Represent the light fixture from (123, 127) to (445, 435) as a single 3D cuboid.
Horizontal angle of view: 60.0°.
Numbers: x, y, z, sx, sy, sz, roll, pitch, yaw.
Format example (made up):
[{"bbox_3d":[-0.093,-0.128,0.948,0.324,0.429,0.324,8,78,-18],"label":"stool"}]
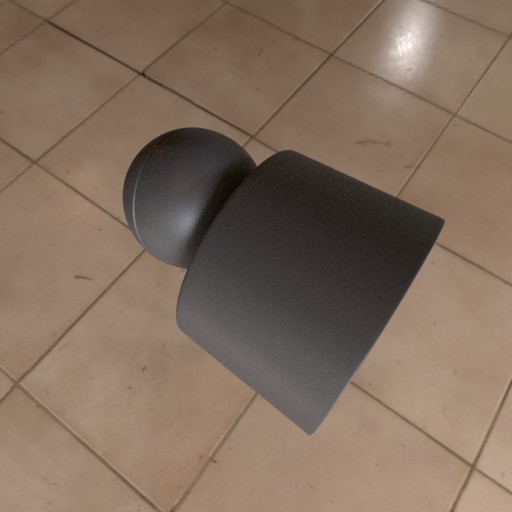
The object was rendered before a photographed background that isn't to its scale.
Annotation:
[{"bbox_3d":[0.000,0.000,0.266,0.160,0.143,0.134,32,68,15],"label":"light fixture"}]
